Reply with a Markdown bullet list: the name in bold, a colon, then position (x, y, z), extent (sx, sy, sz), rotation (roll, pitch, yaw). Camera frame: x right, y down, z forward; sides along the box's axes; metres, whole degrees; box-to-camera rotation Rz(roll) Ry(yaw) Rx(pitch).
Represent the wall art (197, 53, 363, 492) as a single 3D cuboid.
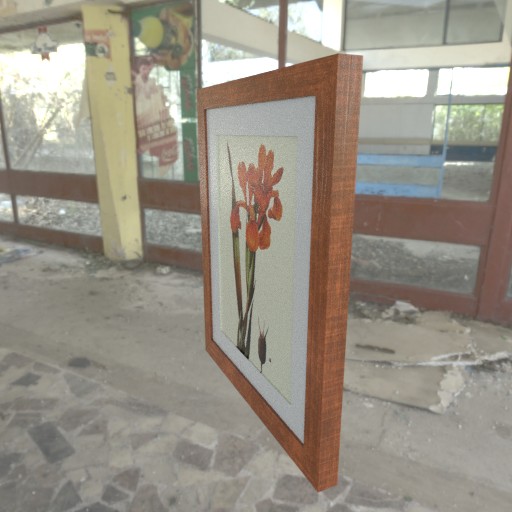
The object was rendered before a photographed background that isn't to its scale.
- **wall art**: position (0.000, 0.000, 0.754), extent (0.033, 0.567, 0.467), rotation (-7, 17, -25)
